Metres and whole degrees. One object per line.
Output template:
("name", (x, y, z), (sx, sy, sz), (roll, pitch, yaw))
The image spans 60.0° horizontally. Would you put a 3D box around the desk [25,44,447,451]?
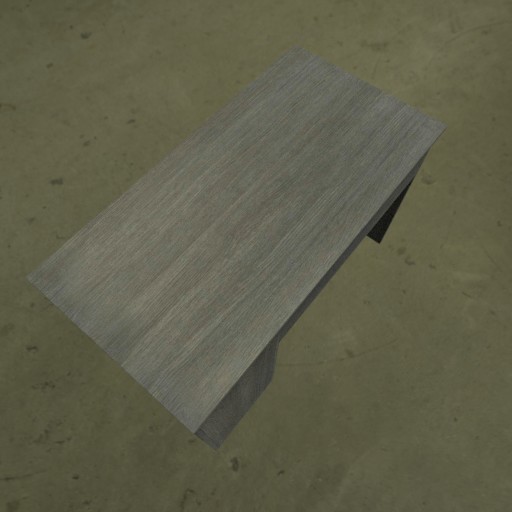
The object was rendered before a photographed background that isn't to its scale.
("desk", (0.000, 0.000, 1.517), (0.560, 0.730, 1.096), (36, 69, 17))
